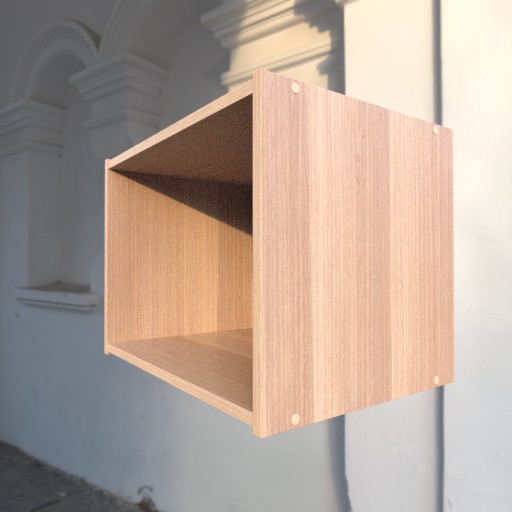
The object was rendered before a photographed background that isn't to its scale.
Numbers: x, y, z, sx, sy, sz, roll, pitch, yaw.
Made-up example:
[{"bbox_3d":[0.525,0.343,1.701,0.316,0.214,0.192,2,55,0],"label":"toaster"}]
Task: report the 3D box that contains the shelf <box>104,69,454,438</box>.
[{"bbox_3d":[0.000,0.000,0.618,0.290,0.305,0.415,0,-1,-36],"label":"shelf"}]
